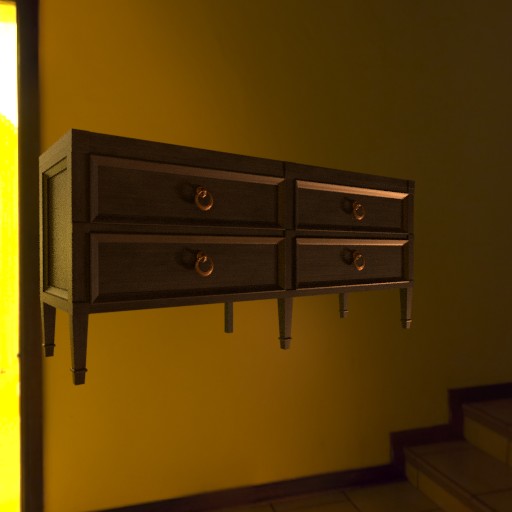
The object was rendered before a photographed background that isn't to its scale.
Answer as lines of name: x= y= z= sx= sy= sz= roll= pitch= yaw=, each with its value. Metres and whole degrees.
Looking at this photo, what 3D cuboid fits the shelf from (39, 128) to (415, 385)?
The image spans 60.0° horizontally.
shelf: x=0.000 y=0.000 z=1.864 sx=1.575 sy=0.719 sz=0.479 roll=-1 pitch=1 yaw=-36
